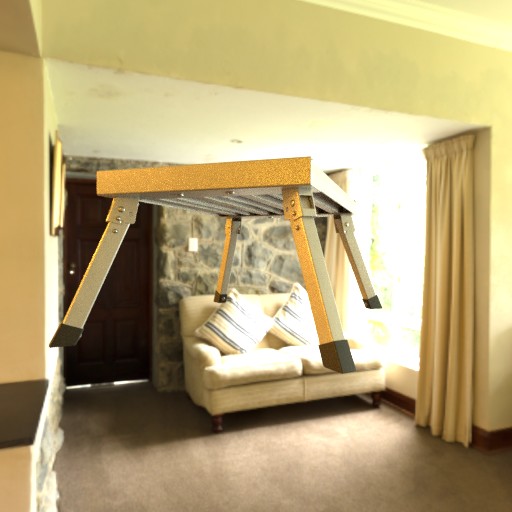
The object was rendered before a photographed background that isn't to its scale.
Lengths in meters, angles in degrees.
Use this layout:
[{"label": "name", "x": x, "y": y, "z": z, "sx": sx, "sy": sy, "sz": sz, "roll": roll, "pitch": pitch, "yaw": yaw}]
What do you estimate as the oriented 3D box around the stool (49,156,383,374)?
[{"label": "stool", "x": 0.000, "y": 0.000, "z": 0.744, "sx": 0.385, "sy": 0.225, "sz": 0.535, "roll": 0, "pitch": 1, "yaw": 19}]
